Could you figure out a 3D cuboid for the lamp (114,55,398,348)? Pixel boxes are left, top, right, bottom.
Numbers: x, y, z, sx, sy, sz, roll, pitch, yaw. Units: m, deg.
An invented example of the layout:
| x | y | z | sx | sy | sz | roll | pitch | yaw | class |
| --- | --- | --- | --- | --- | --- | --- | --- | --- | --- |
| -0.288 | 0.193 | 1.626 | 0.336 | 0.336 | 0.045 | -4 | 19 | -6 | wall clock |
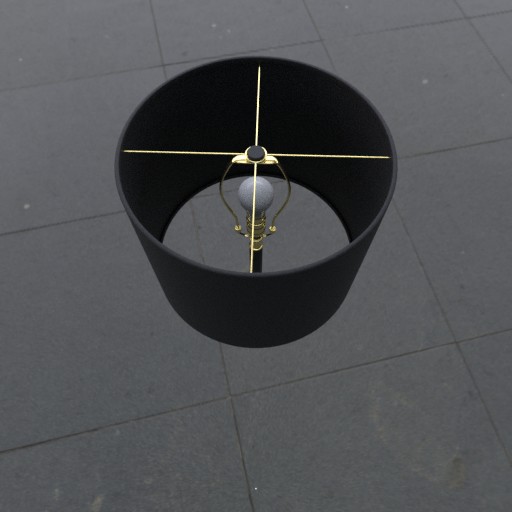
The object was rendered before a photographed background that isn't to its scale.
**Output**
| x | y | z | sx | sy | sz | roll | pitch | yaw | class |
| --- | --- | --- | --- | --- | --- | --- | --- | --- | --- |
| 0.000 | 0.000 | 0.824 | 0.359 | 0.584 | 0.359 | 2 | 62 | 1 | lamp |
